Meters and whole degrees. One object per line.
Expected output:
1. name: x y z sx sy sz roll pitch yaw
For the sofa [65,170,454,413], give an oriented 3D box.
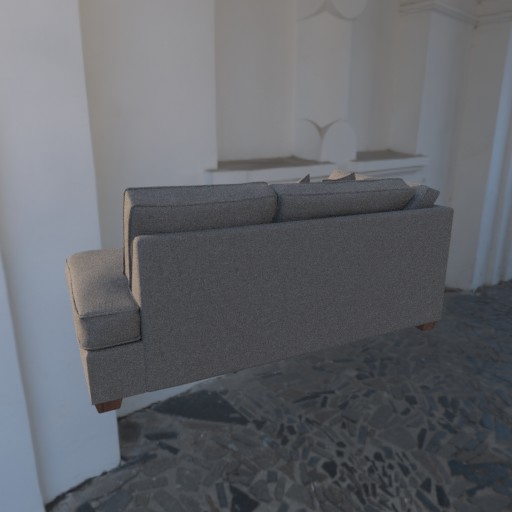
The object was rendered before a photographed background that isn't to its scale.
1. sofa: 0.000 0.000 2.831 2.237 1.033 1.110 -7 17 -25
